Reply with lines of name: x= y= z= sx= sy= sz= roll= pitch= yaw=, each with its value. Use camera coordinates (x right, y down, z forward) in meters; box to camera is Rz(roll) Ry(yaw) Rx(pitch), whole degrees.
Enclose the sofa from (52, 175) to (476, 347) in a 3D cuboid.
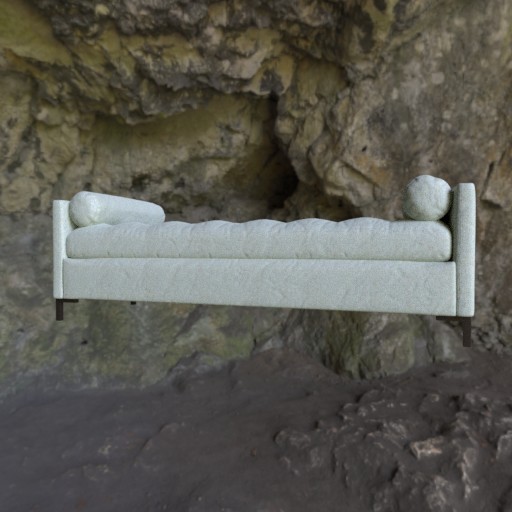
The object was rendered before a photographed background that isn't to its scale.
sofa: x=0.000 y=0.000 z=2.437 sx=2.102 sy=0.705 sz=0.796 roll=0 pitch=1 yaw=18
